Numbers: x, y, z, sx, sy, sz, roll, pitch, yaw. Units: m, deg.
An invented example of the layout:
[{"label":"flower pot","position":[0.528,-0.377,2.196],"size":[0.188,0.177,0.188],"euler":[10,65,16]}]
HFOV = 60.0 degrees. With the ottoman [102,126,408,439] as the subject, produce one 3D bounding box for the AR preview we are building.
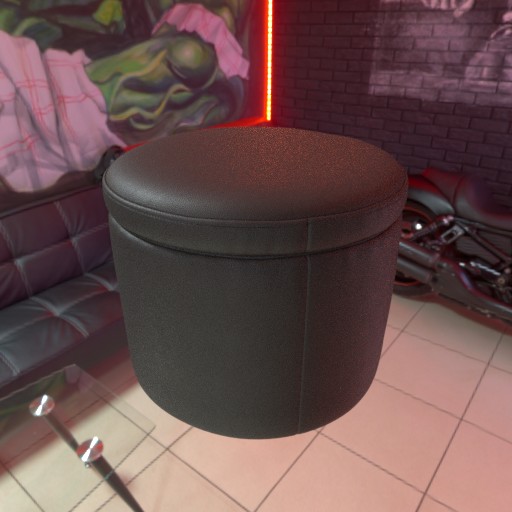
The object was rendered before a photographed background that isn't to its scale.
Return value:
[{"label":"ottoman","position":[0.000,0.000,0.824],"size":[0.500,0.409,0.500],"euler":[0,27,0]}]
